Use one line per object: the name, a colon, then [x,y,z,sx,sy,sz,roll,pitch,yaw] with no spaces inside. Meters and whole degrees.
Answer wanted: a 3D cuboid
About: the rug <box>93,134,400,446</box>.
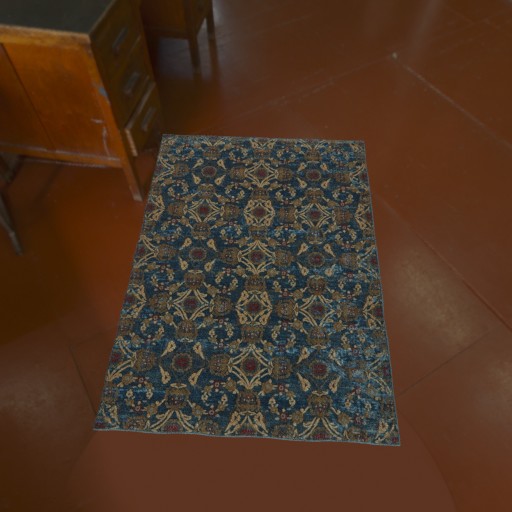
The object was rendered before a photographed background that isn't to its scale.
rug: [0.000,0.000,4.256,2.337,0.013,3.291,2,57,2]
